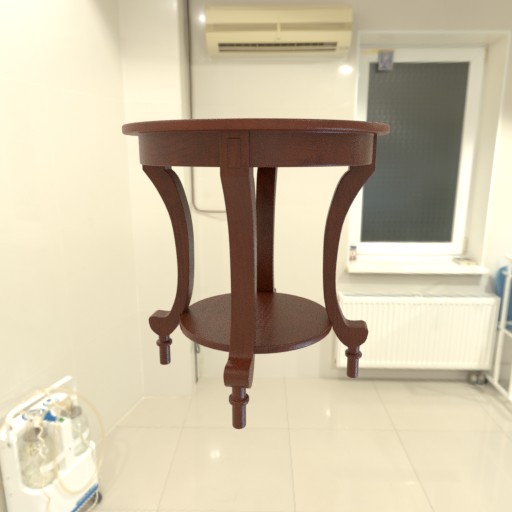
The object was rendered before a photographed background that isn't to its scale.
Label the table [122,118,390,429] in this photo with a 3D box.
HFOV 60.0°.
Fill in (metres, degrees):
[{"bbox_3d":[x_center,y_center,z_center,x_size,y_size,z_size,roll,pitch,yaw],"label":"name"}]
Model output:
[{"bbox_3d":[0.000,0.000,1.097,0.597,0.612,0.597,0,13,0],"label":"table"}]
